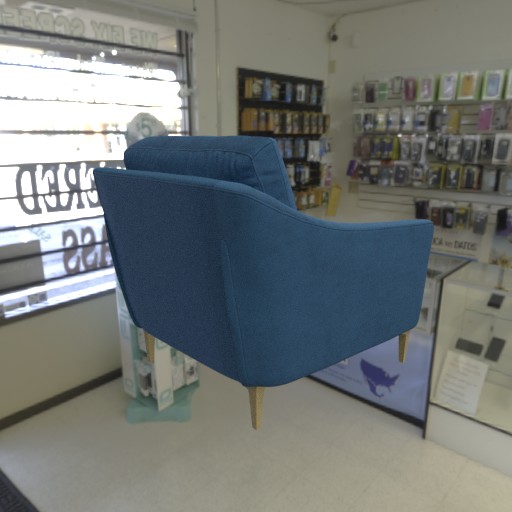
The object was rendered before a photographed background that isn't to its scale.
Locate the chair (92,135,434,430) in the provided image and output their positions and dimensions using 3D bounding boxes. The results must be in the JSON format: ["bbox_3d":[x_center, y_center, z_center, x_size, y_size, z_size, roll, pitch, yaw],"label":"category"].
[{"bbox_3d":[0.000,0.000,1.715,0.987,0.899,0.961,15,21,43],"label":"chair"}]
